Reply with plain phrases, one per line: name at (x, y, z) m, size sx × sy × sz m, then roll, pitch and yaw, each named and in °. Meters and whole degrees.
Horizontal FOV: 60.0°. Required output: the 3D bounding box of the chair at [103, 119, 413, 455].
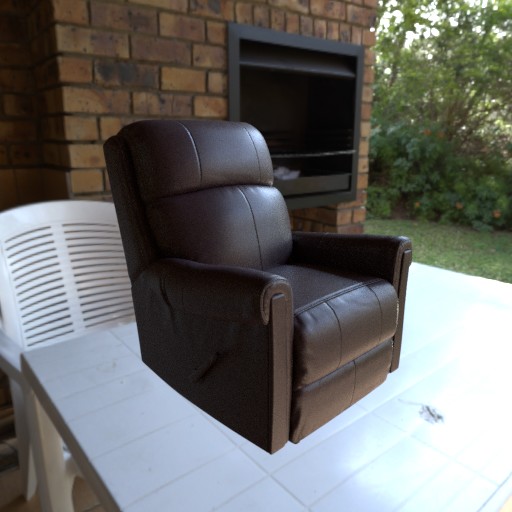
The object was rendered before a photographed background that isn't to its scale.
chair at (0.000, 0.000, 1.770) m, size 0.838 × 1.054 × 1.014 m, roll -14°, pitch 20°, yaw -42°
